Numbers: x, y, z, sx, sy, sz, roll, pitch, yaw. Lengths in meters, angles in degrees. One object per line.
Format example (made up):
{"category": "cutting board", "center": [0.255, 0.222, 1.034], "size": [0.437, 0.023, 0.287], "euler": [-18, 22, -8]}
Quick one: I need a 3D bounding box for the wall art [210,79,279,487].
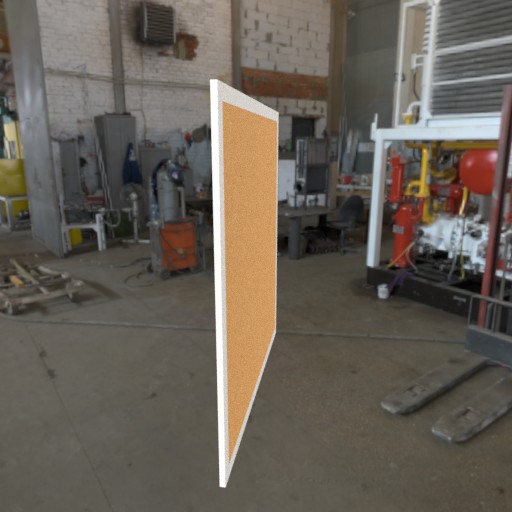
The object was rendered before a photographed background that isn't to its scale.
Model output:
{"category": "wall art", "center": [0.000, 0.000, 0.846], "size": [0.009, 0.559, 0.558], "euler": [2, 14, 10]}
